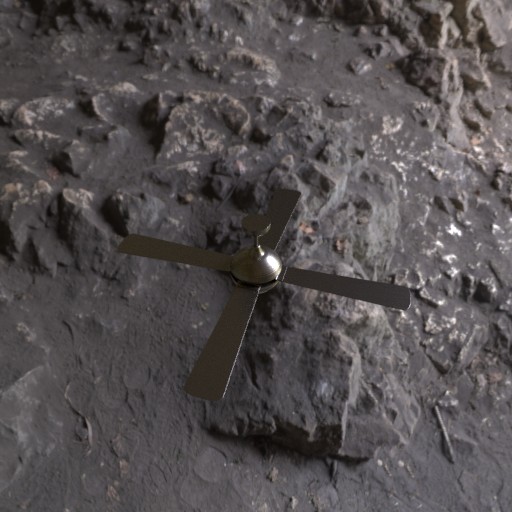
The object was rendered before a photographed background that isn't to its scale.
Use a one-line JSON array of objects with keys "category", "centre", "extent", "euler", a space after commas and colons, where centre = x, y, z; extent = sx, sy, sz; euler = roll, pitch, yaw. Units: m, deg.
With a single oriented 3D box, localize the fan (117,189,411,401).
[{"category": "fan", "centre": [0.000, 0.000, 1.996], "extent": [1.321, 0.381, 1.321], "euler": [26, 48, 27]}]
